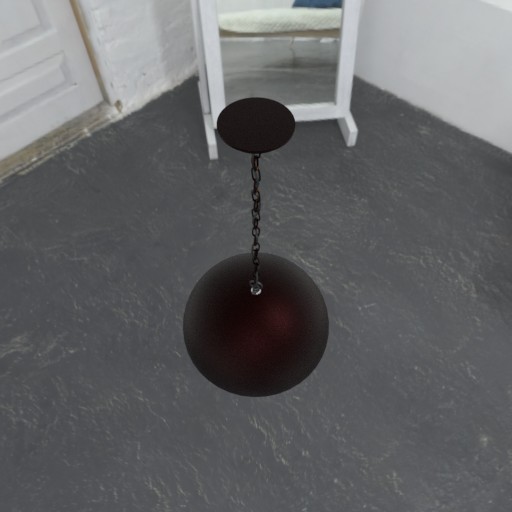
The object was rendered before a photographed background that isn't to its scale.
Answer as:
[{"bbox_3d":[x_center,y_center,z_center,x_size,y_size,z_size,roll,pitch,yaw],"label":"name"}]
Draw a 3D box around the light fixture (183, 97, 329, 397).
[{"bbox_3d":[0.000,0.000,1.144,0.492,0.869,0.492,17,59,10],"label":"light fixture"}]
